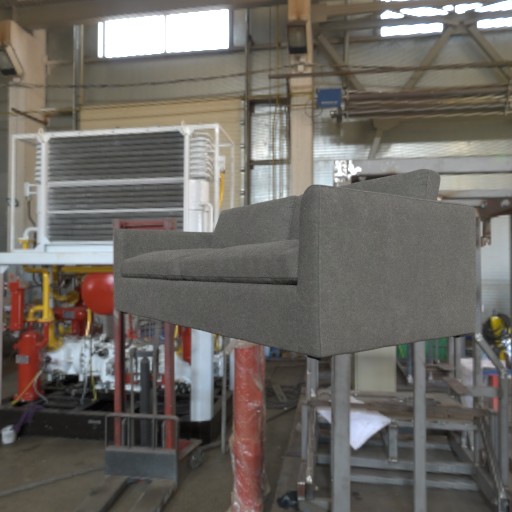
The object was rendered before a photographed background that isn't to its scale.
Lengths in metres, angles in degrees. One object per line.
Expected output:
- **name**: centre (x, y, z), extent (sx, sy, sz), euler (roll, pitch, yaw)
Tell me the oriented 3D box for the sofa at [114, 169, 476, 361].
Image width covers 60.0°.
- **sofa**: centre (0.000, 0.000, 2.772), extent (1.092, 0.838, 2.257), euler (1, -2, -36)
